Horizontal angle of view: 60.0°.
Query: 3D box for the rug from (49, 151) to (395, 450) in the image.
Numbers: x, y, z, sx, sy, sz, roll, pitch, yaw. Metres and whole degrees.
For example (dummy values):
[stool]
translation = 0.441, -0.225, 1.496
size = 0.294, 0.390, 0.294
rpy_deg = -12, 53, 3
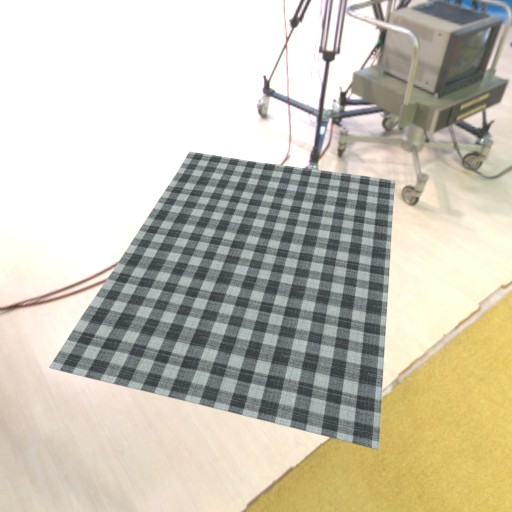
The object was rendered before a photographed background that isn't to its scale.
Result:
[rug]
translation = 0.000, 0.000, 4.126
size = 2.432, 0.013, 3.021
rpy_deg = 10, 47, 10
